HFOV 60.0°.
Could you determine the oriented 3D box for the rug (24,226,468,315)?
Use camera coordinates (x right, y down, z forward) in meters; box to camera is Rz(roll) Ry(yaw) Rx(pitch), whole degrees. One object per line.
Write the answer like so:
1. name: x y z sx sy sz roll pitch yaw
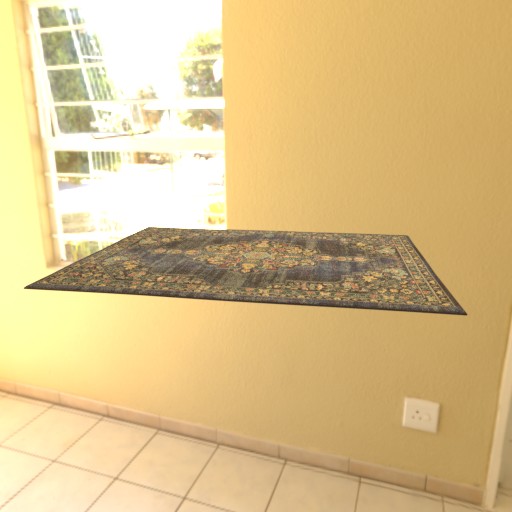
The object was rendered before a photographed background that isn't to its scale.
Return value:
1. rug: 0.000 0.000 4.820 3.612 0.035 2.716 2 15 9
